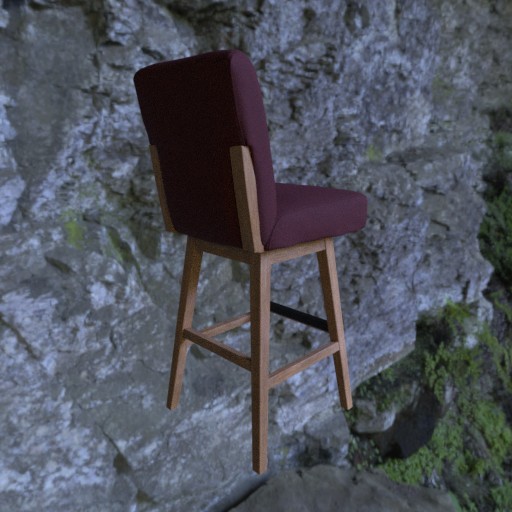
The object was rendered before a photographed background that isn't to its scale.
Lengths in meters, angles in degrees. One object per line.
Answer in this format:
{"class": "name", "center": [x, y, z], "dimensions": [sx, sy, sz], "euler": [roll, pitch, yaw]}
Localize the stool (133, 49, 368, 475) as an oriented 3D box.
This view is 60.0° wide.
{"class": "stool", "center": [0.000, 0.000, 1.390], "dimensions": [0.562, 1.093, 0.468], "euler": [-14, 20, -43]}
